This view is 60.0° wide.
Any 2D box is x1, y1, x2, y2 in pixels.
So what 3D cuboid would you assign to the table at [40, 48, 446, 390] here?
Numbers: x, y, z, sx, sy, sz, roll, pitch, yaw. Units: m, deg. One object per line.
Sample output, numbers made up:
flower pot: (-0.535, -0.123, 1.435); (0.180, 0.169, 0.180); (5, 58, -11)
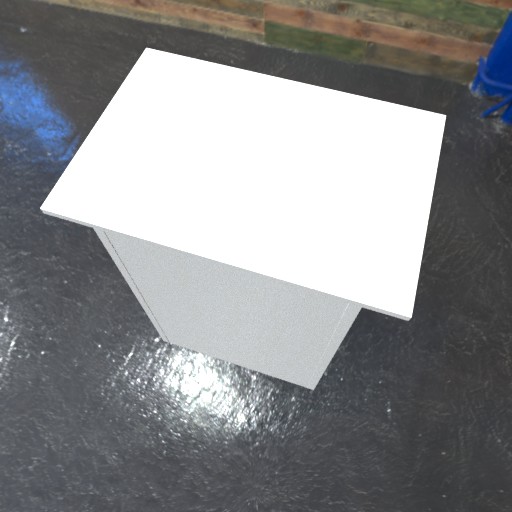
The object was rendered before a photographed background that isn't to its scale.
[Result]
table: (0.000, 0.000, 1.066); (0.589, 0.711, 0.406); (16, 63, 8)
